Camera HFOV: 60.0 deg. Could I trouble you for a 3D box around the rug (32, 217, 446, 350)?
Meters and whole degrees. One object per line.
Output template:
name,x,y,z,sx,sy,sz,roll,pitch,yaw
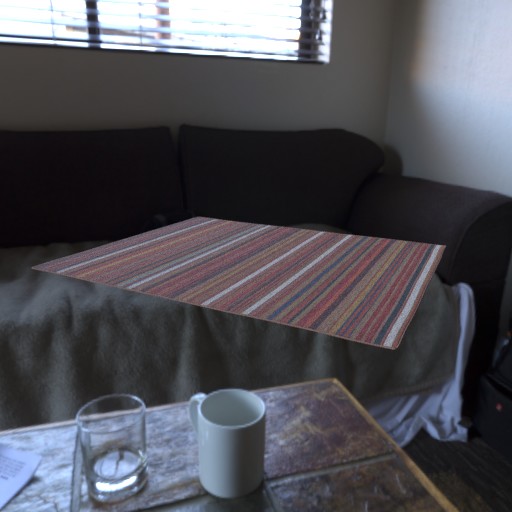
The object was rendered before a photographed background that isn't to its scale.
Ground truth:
rug,0.000,0.000,4.164,3.092,0.023,2.479,9,19,27
